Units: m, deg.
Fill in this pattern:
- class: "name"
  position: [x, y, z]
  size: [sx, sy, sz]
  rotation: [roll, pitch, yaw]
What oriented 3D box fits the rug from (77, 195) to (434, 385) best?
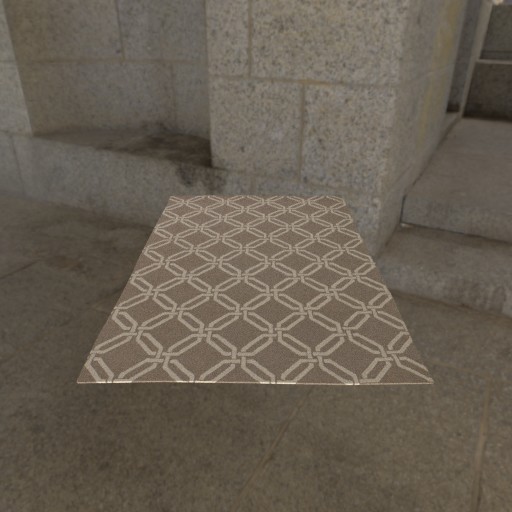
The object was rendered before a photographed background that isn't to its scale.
- class: "rug"
  position: [0.000, 0.000, 2.169]
  size: [1.142, 0.010, 1.748]
  rotation: [0, 27, 0]
